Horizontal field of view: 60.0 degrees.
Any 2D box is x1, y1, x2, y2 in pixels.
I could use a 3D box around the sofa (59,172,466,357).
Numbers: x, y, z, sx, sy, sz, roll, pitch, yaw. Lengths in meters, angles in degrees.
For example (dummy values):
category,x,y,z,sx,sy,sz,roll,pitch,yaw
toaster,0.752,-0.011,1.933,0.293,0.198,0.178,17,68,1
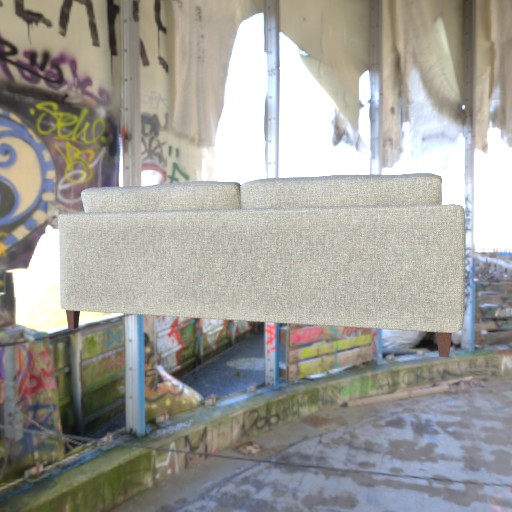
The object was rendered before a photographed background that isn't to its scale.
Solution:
category,x,y,z,sx,sy,sz,roll,pitch,yaw
sofa,0.000,0.000,2.939,2.434,0.951,0.948,1,2,18
